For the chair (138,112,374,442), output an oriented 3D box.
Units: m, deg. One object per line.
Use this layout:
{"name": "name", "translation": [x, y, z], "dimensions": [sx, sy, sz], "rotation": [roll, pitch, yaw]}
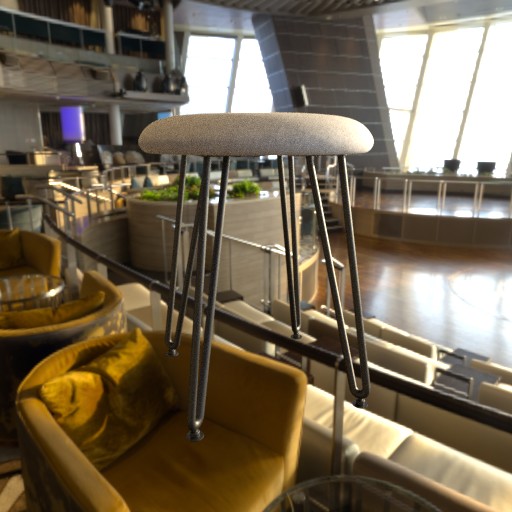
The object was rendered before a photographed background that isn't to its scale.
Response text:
{"name": "chair", "translation": [0.000, 0.000, 0.640], "dimensions": [0.350, 0.386, 0.350], "rotation": [7, 16, 27]}
